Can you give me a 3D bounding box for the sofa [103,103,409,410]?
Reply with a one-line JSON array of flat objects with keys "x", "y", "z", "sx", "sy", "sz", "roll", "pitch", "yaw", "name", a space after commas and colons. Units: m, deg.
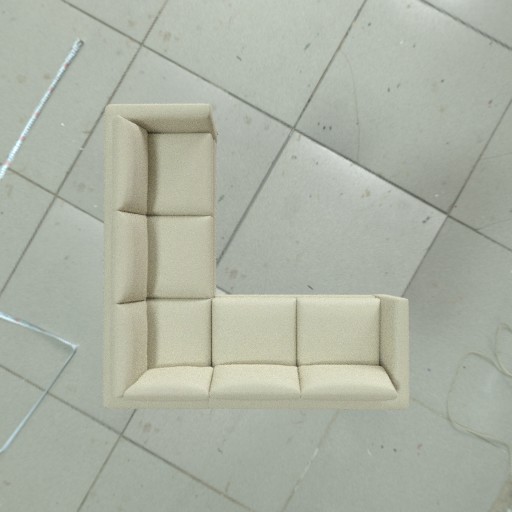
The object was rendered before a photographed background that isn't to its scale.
[{"x": 0.000, "y": 0.000, "z": 3.772, "sx": 2.430, "sy": 0.867, "sz": 2.448, "roll": 0, "pitch": 89, "yaw": 1, "name": "sofa"}]
